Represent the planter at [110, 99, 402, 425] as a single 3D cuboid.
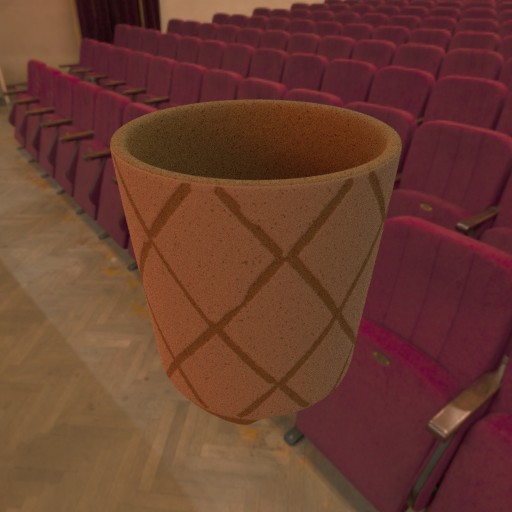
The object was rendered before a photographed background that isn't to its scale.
[{"bbox_3d":[0.000,0.000,0.352,0.191,0.199,0.191,0,32,0],"label":"planter"}]
